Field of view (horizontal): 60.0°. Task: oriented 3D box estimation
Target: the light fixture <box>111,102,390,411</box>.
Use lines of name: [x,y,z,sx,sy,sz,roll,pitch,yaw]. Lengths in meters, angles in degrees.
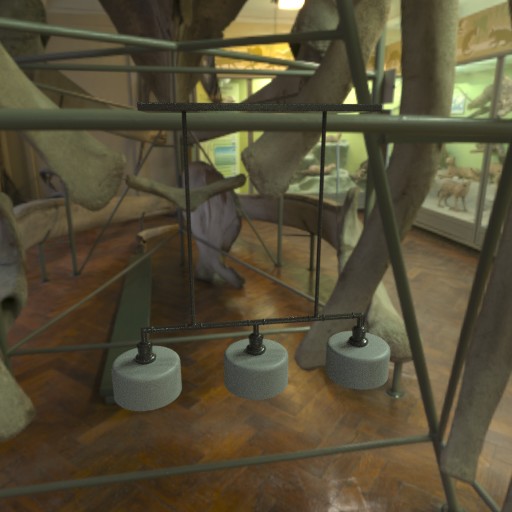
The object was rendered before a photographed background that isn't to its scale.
light fixture: [0.000,0.000,0.864,0.582,0.557,0.177,-3,17,-9]
